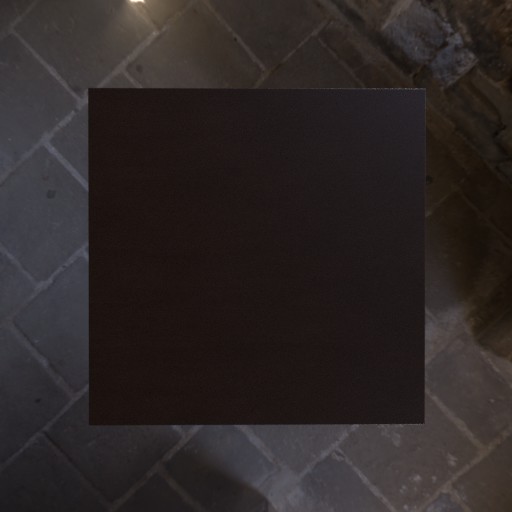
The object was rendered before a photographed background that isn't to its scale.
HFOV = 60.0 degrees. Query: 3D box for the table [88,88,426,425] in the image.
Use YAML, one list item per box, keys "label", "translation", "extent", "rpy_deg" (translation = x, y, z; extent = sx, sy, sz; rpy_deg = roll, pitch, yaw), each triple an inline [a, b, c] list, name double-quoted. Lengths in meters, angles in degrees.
- label: "table"
  translation: [0.000, 0.000, 1.370]
  extent: [0.749, 0.770, 0.749]
  rpy_deg: [0, 90, 0]
